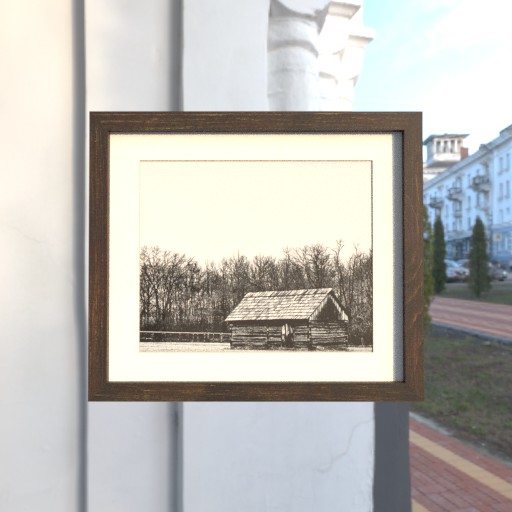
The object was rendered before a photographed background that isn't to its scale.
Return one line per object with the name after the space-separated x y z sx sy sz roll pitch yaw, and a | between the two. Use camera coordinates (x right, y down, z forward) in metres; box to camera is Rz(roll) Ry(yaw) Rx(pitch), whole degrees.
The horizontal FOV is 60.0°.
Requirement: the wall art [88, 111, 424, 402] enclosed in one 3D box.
0.000 0.000 0.519 0.381 0.330 0.031 0 -1 0 | wall art
